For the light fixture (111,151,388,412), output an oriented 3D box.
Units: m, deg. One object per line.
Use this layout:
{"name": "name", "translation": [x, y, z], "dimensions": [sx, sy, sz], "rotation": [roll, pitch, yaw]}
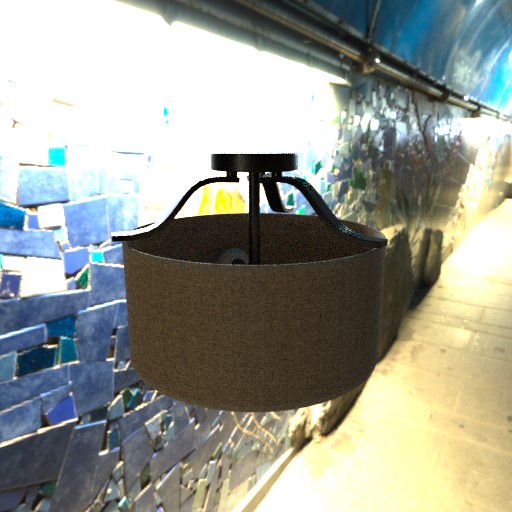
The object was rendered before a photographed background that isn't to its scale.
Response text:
{"name": "light fixture", "translation": [0.000, 0.000, 0.671], "dimensions": [0.390, 0.306, 0.390], "rotation": [0, 14, 0]}
